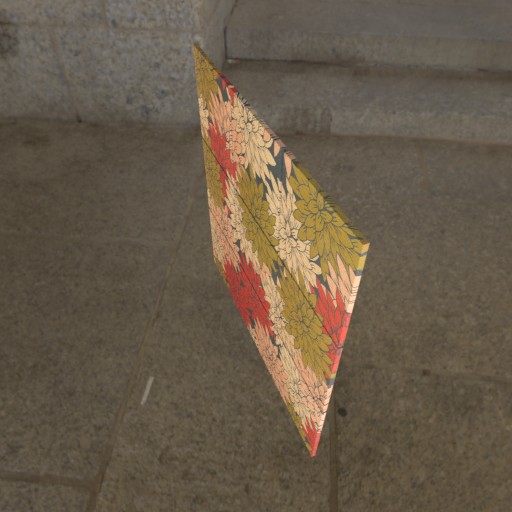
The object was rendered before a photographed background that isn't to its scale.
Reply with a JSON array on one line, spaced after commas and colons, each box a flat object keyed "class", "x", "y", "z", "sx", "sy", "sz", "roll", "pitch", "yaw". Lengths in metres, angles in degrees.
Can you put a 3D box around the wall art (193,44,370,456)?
[{"class": "wall art", "x": 0.000, "y": 0.000, "z": 1.328, "sx": 0.013, "sy": 0.913, "sz": 0.904, "roll": -17, "pitch": 48, "yaw": -16}]
